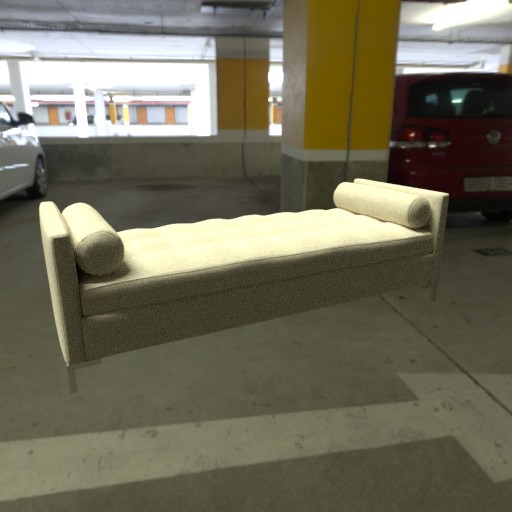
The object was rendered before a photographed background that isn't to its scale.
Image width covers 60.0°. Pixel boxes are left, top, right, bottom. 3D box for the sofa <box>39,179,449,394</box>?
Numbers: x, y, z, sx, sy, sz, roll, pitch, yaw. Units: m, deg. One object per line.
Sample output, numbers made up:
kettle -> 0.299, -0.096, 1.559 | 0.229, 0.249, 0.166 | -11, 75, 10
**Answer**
sofa -> 0.000, 0.000, 2.466 | 2.102, 0.655, 0.797 | -9, 19, -26
